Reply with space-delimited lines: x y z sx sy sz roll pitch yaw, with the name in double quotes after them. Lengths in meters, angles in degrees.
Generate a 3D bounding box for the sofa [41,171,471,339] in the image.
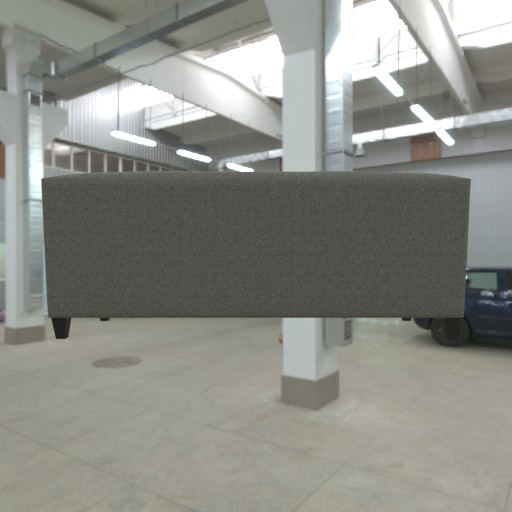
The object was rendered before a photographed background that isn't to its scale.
0.000 0.000 2.738 2.235 0.901 0.914 0 0 0 "sofa"
